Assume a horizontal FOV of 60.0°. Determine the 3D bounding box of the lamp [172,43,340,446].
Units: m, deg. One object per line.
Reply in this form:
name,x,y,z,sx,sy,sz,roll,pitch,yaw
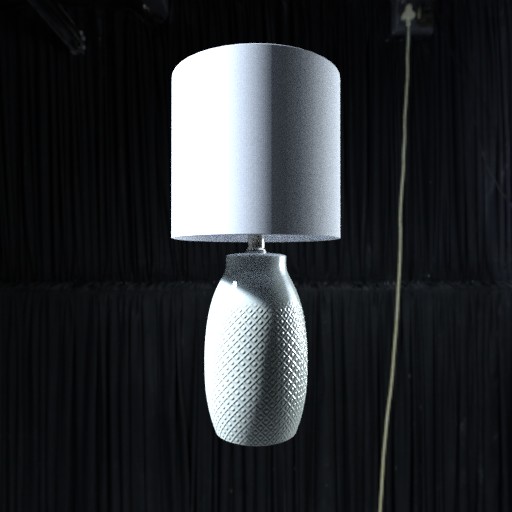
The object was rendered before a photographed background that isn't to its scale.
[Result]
lamp,0.000,0.000,0.580,0.217,0.453,0.217,0,0,0
